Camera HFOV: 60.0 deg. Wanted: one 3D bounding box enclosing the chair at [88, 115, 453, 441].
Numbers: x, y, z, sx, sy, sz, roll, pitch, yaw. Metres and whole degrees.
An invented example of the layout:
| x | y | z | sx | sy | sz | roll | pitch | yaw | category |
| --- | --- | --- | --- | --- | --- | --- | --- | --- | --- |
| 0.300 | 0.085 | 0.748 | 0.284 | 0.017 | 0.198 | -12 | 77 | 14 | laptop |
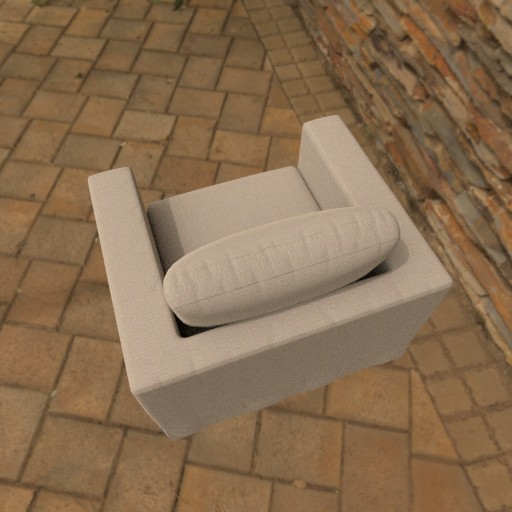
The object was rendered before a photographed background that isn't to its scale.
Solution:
| x | y | z | sx | sy | sz | roll | pitch | yaw | category |
| --- | --- | --- | --- | --- | --- | --- | --- | --- | --- |
| 0.000 | 0.000 | 1.813 | 1.150 | 0.878 | 0.957 | -17 | 58 | -11 | chair |
